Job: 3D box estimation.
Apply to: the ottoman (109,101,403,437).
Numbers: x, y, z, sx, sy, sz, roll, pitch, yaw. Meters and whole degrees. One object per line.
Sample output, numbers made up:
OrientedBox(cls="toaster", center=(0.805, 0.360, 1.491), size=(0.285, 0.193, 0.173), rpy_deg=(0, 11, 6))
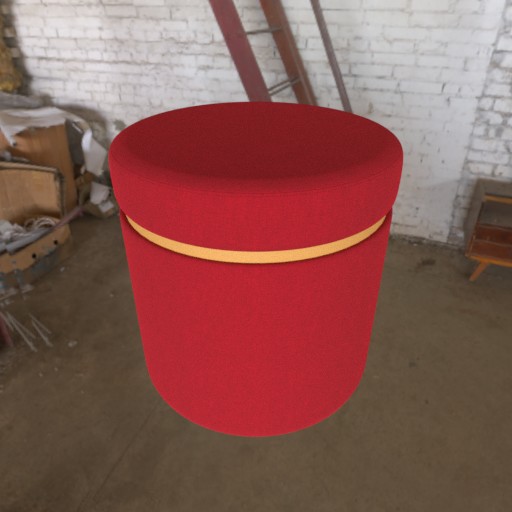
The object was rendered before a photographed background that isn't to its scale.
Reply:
OrientedBox(cls="ottoman", center=(0.000, 0.000, 0.718), size=(0.400, 0.406, 0.400), rpy_deg=(0, 32, 0))
